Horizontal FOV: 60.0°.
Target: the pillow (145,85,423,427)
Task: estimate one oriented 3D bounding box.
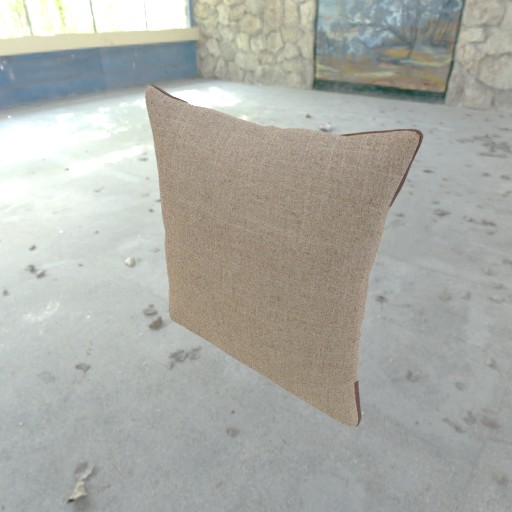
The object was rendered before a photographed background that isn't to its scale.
[{"bbox_3d":[0.000,0.000,0.668,0.437,0.448,0.147,22,36,33],"label":"pillow"}]
